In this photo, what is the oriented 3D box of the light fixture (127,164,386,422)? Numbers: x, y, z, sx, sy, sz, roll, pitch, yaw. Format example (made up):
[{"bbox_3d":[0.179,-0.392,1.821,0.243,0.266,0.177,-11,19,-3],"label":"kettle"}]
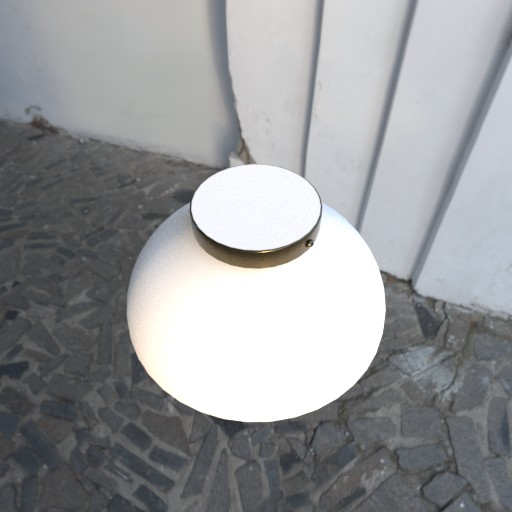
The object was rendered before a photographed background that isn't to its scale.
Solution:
[{"bbox_3d":[0.000,0.000,0.562,0.355,0.177,0.355,0,48,0],"label":"light fixture"}]
